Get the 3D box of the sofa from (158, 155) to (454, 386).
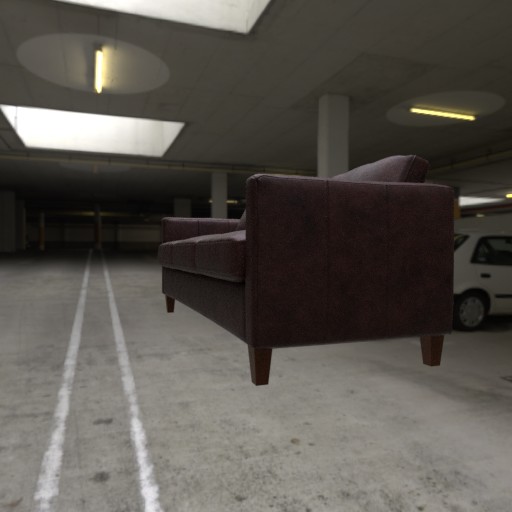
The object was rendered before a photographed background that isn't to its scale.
[{"bbox_3d":[0.000,0.000,2.966,1.045,1.006,2.464,0,1,-20],"label":"sofa"}]
